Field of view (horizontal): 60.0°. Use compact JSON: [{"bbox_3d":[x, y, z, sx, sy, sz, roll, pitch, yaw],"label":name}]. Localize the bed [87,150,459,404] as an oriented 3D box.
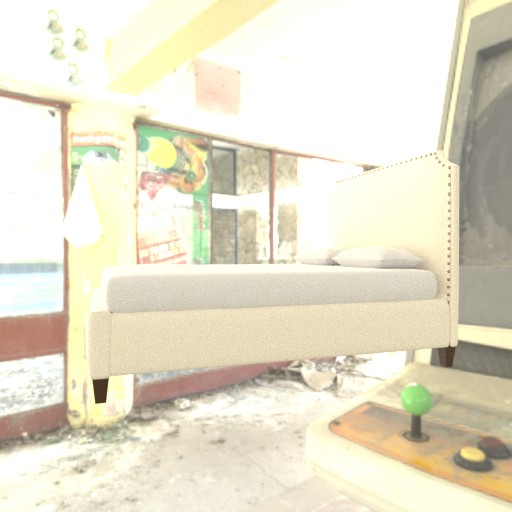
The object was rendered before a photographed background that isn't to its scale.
[{"bbox_3d":[0.000,0.000,3.401,2.372,1.497,1.712,0,0,-19],"label":"bed"}]
